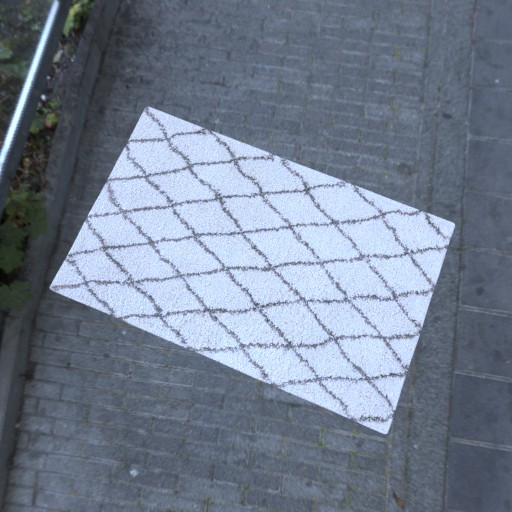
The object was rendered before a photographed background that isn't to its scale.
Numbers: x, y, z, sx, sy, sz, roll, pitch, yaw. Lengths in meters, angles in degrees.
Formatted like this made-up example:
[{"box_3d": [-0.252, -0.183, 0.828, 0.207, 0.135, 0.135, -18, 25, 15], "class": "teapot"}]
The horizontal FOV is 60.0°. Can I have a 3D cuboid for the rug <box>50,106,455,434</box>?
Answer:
[{"box_3d": [0.000, 0.000, 3.094, 2.438, 0.030, 1.524, 22, 77, 5], "class": "rug"}]
